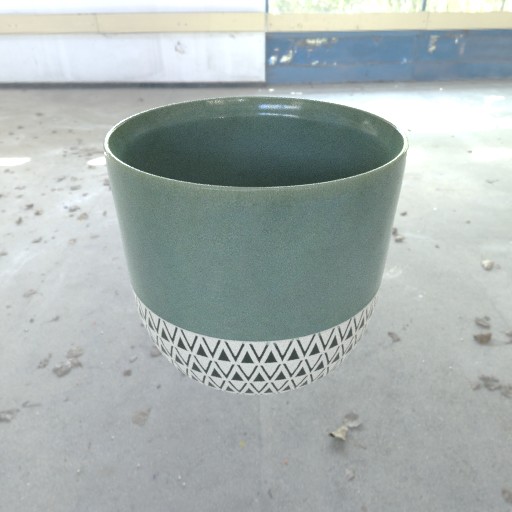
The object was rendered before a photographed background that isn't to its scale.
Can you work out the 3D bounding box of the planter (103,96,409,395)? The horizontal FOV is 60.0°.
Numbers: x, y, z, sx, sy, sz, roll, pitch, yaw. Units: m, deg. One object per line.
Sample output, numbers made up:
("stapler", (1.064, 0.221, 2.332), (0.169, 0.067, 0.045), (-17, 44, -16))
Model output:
("planter", (0.000, 0.000, 0.472), (0.266, 0.270, 0.266), (0, 32, 0))
